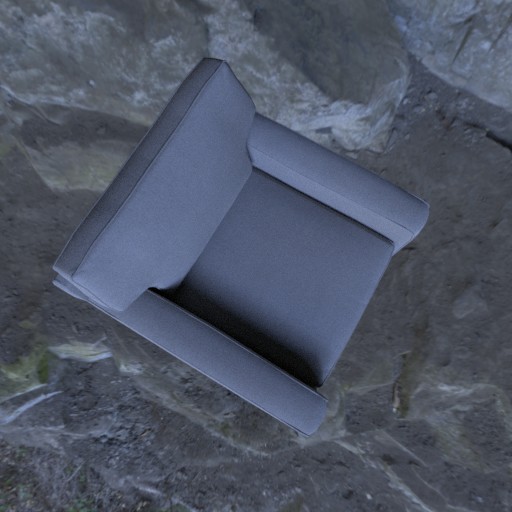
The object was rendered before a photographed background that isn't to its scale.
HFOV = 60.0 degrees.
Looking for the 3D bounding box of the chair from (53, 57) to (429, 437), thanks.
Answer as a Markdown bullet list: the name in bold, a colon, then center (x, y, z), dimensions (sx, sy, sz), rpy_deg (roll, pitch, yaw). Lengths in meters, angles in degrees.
- **chair**: center (0.000, 0.000, 1.808), dimensions (1.044, 0.934, 0.999), rpy_deg (30, 78, 7)
